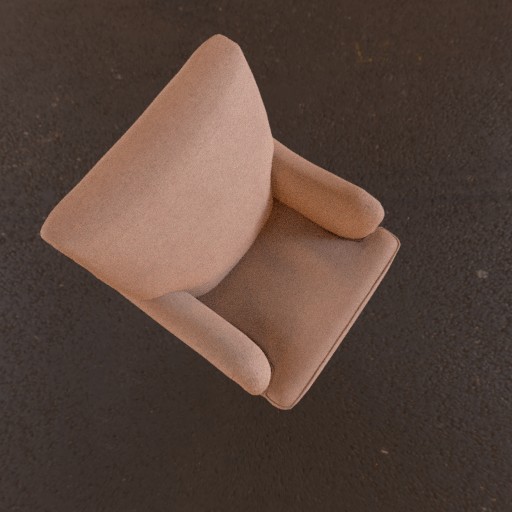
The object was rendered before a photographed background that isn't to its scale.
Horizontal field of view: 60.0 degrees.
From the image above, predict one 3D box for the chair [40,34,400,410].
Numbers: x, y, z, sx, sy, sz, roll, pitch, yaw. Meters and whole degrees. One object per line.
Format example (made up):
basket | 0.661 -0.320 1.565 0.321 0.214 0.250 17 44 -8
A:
chair | 0.000 0.000 1.787 0.953 1.119 0.879 35 78 9
